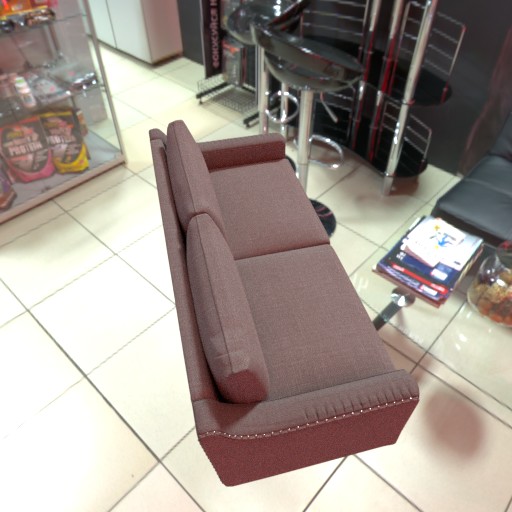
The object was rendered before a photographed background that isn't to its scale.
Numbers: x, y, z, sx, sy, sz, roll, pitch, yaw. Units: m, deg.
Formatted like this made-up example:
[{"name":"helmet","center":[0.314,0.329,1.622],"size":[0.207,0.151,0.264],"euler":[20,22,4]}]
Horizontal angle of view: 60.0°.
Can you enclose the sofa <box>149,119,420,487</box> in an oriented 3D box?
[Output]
[{"name":"sofa","center":[0.000,0.000,2.640],"size":[1.000,0.857,2.208],"euler":[-10,48,-10]}]
